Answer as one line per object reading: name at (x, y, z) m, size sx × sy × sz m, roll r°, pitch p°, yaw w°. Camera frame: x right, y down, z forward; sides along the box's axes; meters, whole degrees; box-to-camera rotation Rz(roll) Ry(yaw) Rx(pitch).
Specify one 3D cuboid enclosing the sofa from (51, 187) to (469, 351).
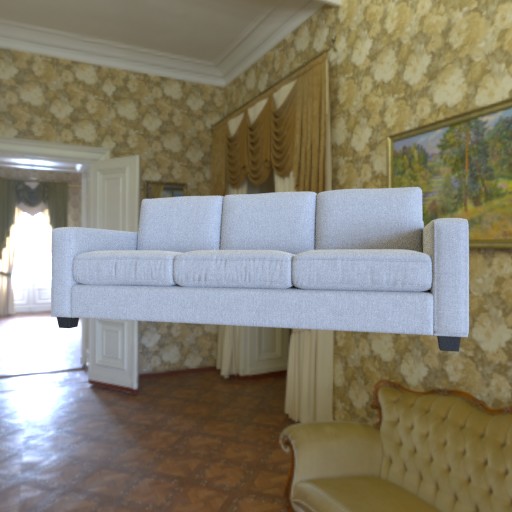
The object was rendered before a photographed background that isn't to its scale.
sofa at (0.000, 0.000, 2.555) m, size 2.120 × 0.800 × 0.900 m, roll 0°, pitch 0°, yaw 17°
